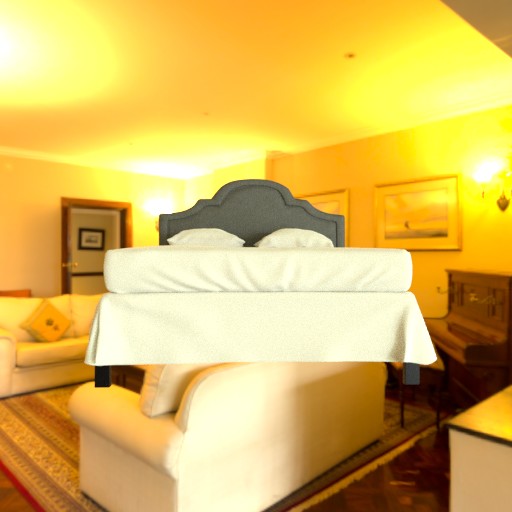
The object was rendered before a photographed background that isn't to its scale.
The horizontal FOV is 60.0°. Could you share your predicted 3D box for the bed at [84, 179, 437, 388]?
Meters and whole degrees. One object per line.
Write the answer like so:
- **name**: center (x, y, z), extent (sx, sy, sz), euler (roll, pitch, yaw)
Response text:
- **bed**: center (0.000, 0.000, 3.771), extent (2.303, 1.631, 2.222), euler (0, 0, -2)
